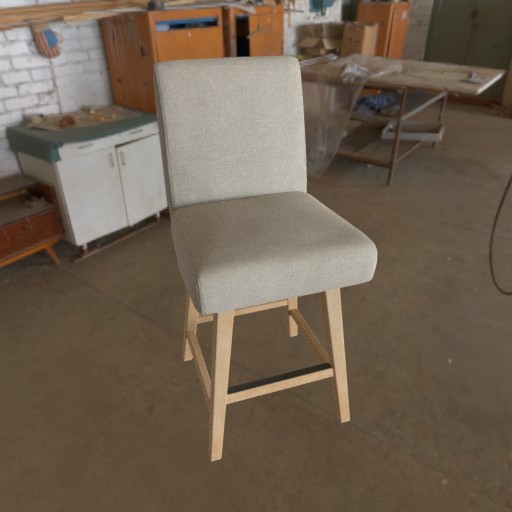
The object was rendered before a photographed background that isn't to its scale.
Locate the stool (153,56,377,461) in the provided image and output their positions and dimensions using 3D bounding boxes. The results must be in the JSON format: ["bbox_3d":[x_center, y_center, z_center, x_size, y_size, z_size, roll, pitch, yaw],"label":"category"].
[{"bbox_3d":[0.000,0.000,1.392,0.507,1.085,0.606,-10,32,-16],"label":"stool"}]
